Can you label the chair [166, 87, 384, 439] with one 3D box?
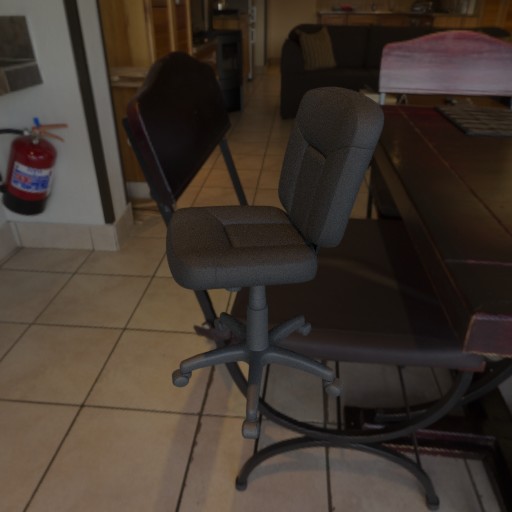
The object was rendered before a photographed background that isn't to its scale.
[{"bbox_3d":[0.000,0.000,1.404,0.610,0.972,0.610,-7,30,-12],"label":"chair"}]
